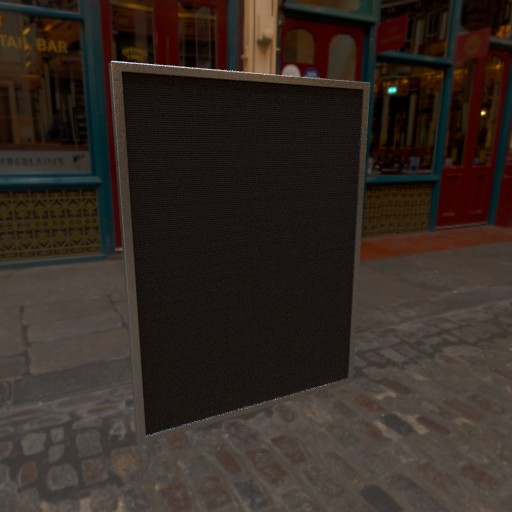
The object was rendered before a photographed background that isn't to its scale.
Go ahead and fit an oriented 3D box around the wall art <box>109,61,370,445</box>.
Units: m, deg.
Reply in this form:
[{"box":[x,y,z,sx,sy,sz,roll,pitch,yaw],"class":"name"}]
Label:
[{"box":[0.000,0.000,1.383,0.801,1.062,0.037,-7,15,-26],"class":"wall art"}]
